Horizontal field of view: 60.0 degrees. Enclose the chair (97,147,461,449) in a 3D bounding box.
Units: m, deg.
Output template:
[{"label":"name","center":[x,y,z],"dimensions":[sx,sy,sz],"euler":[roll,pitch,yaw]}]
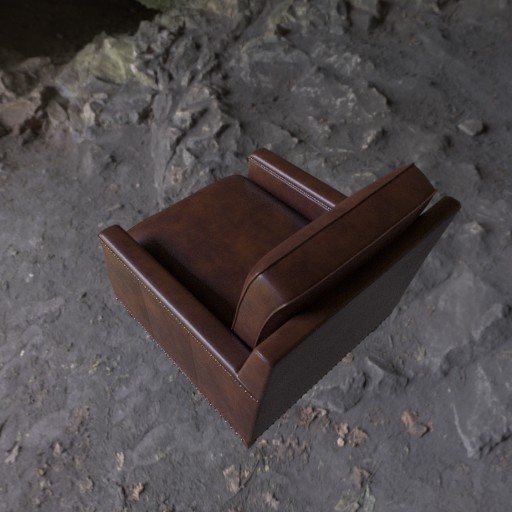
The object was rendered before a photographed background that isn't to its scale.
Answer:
[{"label":"chair","center":[0.000,0.000,1.699],"dimensions":[0.853,0.929,1.014],"euler":[-34,56,-27]}]
